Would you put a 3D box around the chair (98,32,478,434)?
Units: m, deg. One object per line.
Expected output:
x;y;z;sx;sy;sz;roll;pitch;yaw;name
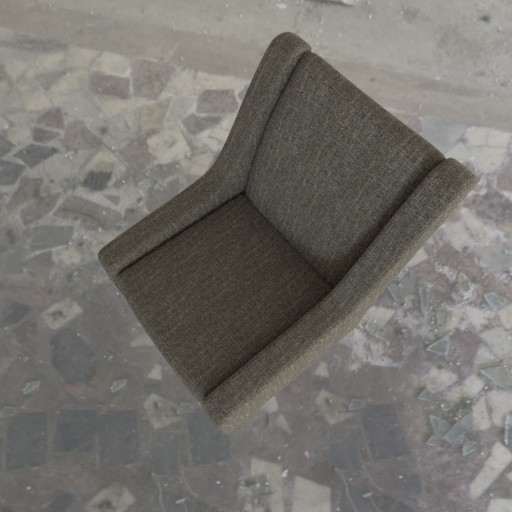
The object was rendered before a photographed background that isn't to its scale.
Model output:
0.000;0.000;1.632;0.944;1.012;0.793;-35;68;-17;chair
